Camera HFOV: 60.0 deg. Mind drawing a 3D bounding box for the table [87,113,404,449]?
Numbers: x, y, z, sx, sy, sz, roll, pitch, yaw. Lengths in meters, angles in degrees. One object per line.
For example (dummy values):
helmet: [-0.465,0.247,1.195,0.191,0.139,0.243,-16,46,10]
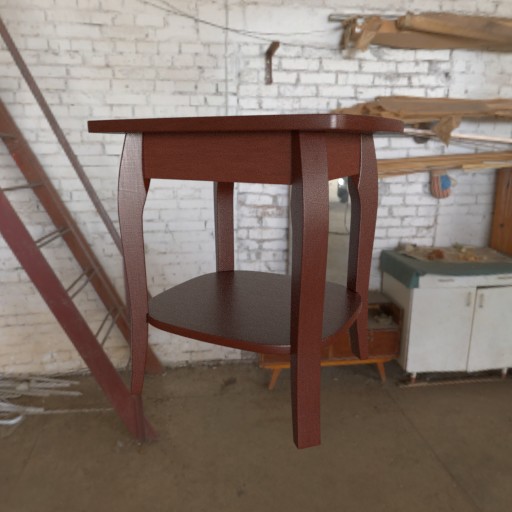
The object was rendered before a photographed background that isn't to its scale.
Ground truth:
table: [0.000,0.000,0.861,0.502,0.496,0.433,7,16,26]
